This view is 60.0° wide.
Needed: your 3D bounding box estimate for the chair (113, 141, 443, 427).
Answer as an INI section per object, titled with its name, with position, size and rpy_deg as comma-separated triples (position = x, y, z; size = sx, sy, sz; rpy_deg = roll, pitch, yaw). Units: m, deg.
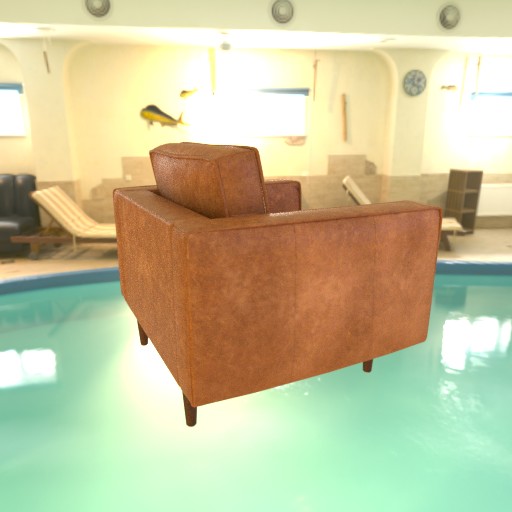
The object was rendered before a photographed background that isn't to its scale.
[chair]
position = 0.000, 0.000, 1.544
size = 0.798, 0.767, 0.928
rpy_deg = -8, 17, -26
